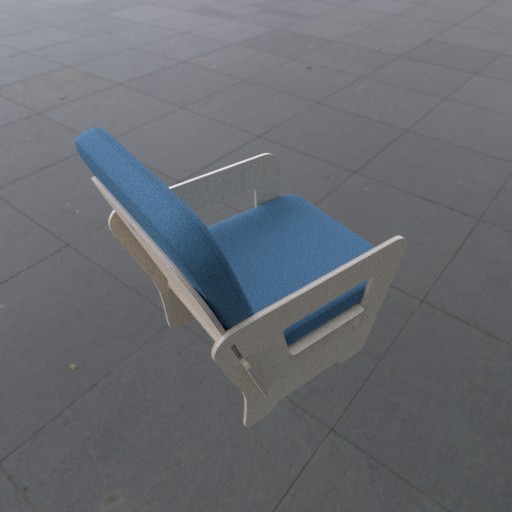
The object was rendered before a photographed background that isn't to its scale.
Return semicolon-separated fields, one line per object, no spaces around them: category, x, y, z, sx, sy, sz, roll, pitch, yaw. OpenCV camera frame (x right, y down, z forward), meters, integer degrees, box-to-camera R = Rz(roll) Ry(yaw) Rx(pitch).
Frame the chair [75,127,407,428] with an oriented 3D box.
chair;0.000;0.000;1.179;0.657;0.747;0.547;-26;47;-27
